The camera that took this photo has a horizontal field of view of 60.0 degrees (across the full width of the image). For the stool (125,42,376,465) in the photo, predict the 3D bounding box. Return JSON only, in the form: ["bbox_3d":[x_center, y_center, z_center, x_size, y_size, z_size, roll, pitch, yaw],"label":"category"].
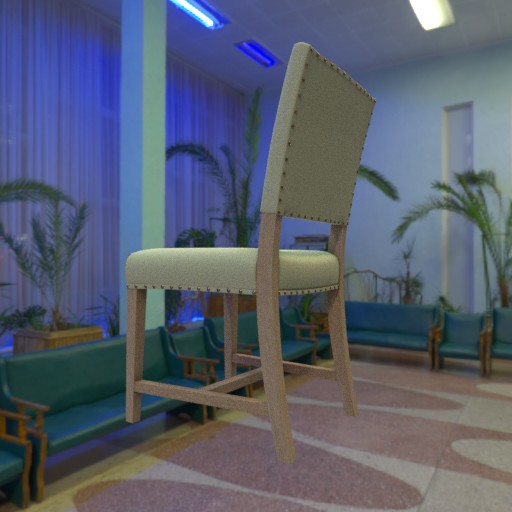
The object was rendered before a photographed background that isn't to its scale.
[{"bbox_3d":[0.000,0.000,1.355,0.623,0.986,0.508,0,-1,35],"label":"stool"}]
